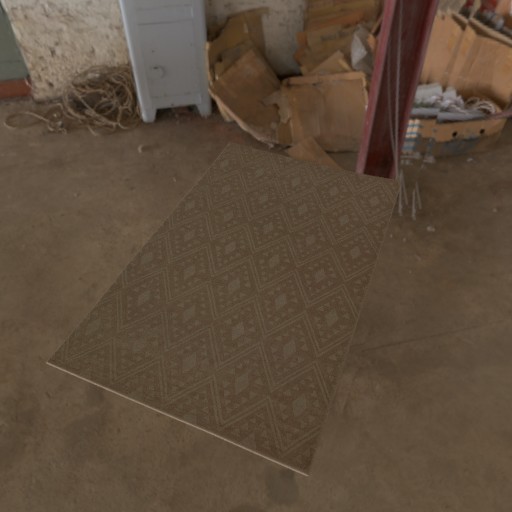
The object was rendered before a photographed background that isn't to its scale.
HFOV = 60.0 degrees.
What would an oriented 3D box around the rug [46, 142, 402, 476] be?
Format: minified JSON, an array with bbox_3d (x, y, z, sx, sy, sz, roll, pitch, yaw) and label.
[{"bbox_3d":[0.000,0.000,3.046,1.553,0.053,2.430,17,49,16],"label":"rug"}]
